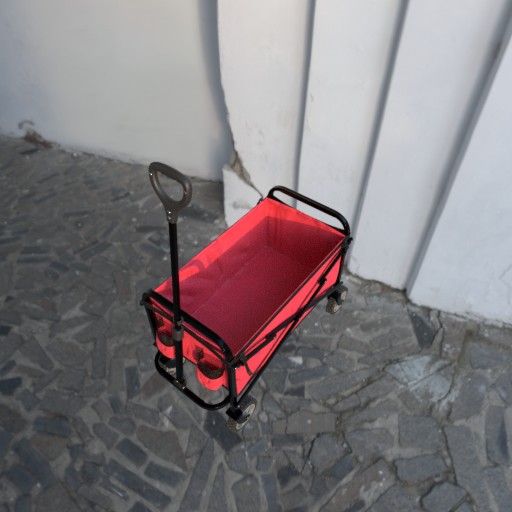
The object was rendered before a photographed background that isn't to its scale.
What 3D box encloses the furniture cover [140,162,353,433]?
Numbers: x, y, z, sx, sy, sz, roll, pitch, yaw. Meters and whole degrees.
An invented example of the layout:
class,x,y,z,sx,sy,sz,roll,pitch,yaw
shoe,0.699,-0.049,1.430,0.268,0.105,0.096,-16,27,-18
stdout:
class,x,y,z,sx,sy,sz,roll,pitch,yaw
furniture cover,0.000,0.000,1.838,0.532,1.295,1.038,30,53,25
